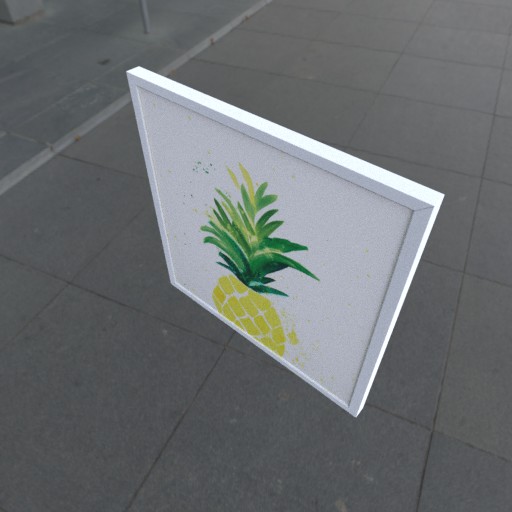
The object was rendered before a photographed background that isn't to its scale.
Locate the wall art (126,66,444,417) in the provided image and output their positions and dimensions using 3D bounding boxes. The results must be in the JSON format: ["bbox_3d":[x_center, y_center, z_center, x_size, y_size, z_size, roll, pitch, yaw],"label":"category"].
[{"bbox_3d":[0.000,0.000,1.148,0.763,0.761,0.038,31,53,27],"label":"wall art"}]
